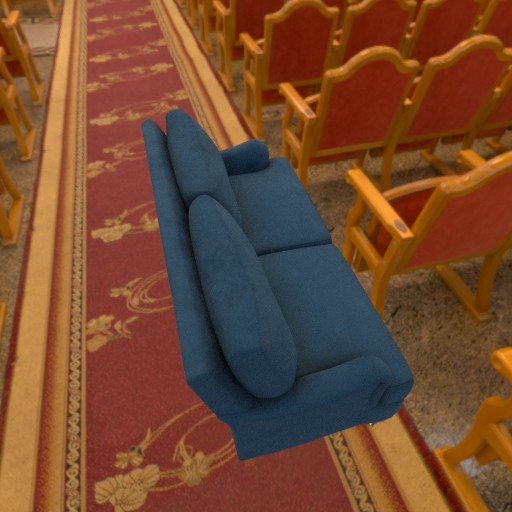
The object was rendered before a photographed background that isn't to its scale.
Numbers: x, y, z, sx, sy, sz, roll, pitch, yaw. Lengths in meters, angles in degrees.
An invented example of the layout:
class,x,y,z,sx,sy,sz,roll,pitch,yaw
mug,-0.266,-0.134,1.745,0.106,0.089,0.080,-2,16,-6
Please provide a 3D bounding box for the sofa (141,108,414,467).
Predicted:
class,x,y,z,sx,sy,sz,roll,pitch,yaw
sofa,0.000,0.000,2.747,1.084,1.101,2.141,-11,46,-11
